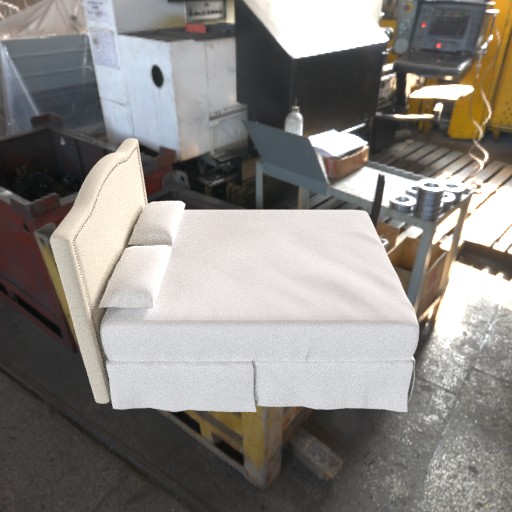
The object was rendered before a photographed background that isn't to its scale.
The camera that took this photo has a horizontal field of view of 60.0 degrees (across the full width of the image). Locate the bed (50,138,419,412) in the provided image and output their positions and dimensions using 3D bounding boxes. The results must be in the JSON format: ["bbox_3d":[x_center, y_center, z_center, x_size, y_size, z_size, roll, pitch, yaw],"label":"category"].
[{"bbox_3d":[0.000,0.000,3.362,2.196,1.449,1.741,0,33,0],"label":"bed"}]
